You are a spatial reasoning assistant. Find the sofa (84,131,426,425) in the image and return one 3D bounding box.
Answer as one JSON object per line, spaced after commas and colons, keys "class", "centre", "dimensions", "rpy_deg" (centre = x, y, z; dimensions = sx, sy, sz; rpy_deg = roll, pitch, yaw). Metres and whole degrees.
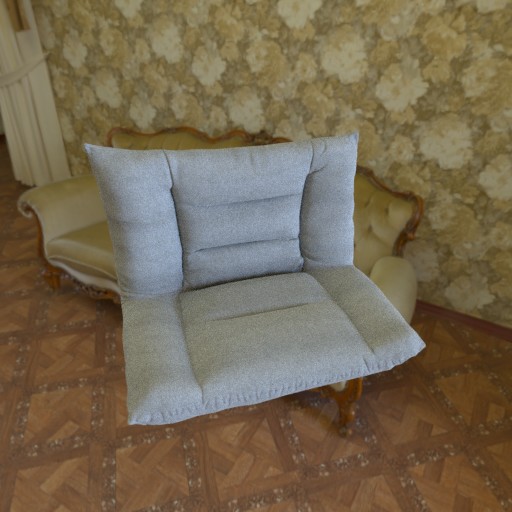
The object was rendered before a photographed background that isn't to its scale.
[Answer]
{"class": "sofa", "centre": [0.000, 0.000, 1.724], "dimensions": [1.144, 0.795, 0.847], "rpy_deg": [-9, 33, -14]}
